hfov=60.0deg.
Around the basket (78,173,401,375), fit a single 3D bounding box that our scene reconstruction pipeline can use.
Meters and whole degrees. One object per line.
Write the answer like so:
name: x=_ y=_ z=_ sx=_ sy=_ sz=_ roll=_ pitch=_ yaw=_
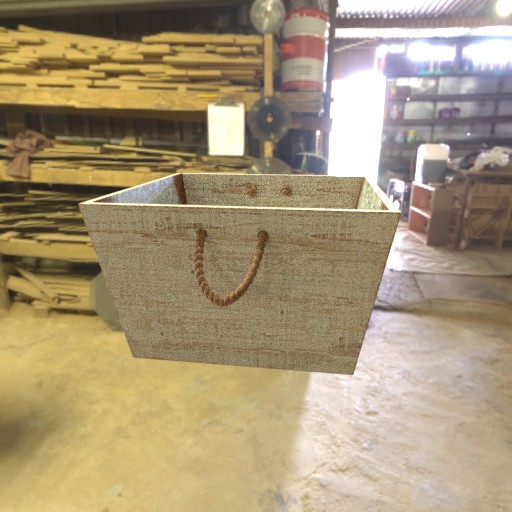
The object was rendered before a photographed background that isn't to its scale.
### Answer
basket: x=0.000 y=0.000 z=0.786 sx=0.413 sy=0.247 sz=0.545 roll=2 pitch=16 yaw=8
